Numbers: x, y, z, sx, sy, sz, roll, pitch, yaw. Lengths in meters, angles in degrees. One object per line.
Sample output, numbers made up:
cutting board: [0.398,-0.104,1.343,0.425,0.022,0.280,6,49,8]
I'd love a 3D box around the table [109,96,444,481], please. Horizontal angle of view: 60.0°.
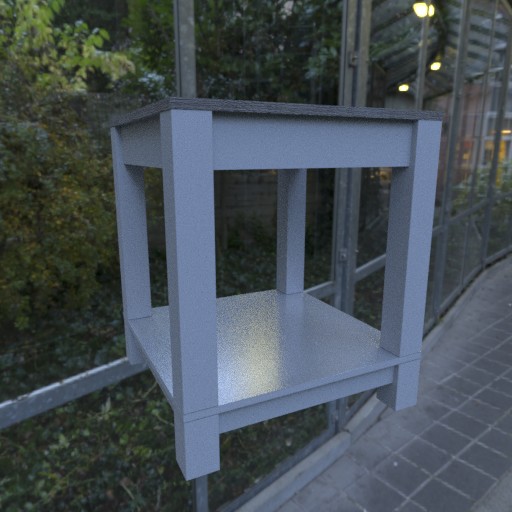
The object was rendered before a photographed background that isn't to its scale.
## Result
table: [0.000,0.000,0.976,0.504,0.587,0.506,-6,15,-26]
